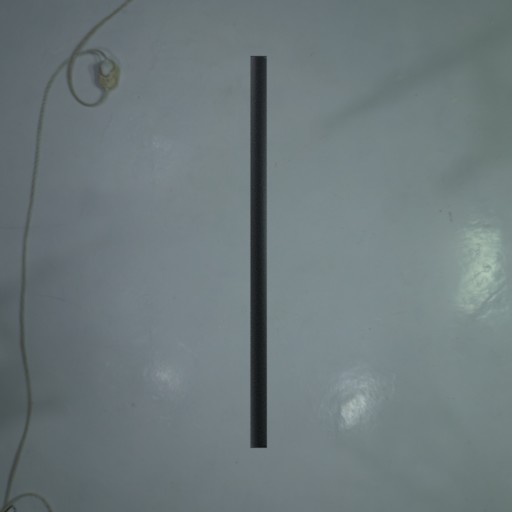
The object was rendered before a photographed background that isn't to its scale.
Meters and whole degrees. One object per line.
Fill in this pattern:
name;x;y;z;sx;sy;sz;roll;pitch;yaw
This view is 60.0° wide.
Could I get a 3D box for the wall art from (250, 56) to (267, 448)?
wall art;0.000;0.000;0.558;0.013;0.431;0.303;0;89;-1
